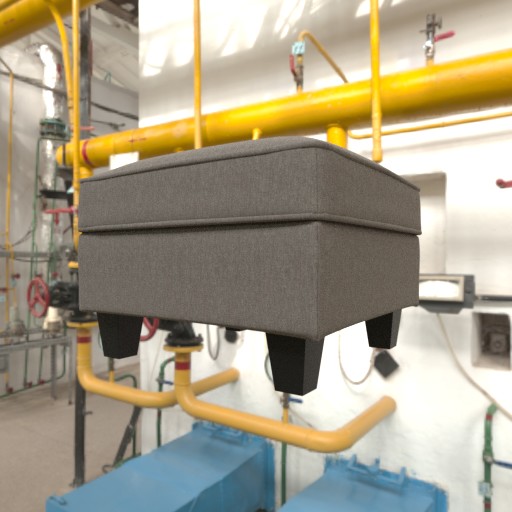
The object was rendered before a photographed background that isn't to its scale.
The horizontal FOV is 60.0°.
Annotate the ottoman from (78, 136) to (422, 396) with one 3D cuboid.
[{"bbox_3d":[0.000,0.000,1.432,0.871,0.612,0.808,0,0,35],"label":"ottoman"}]
